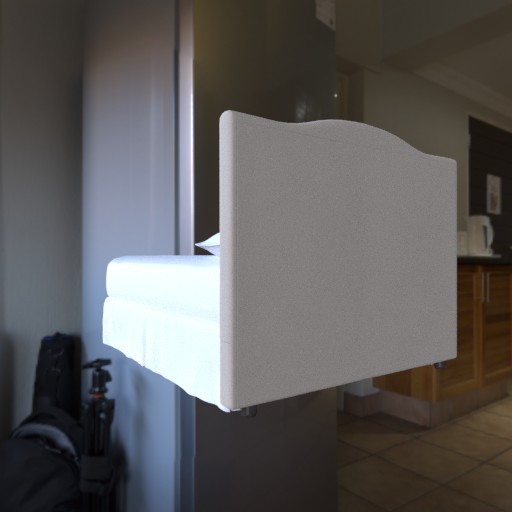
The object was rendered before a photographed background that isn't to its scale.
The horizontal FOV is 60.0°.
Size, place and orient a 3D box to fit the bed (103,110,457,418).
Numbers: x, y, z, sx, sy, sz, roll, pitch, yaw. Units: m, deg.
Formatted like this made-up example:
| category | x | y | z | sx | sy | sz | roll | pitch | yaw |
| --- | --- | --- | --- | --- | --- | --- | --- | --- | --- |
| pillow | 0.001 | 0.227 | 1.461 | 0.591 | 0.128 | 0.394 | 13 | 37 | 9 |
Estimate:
| category | x | y | z | sx | sy | sz | roll | pitch | yaw |
| --- | --- | --- | --- | --- | --- | --- | --- | --- | --- |
| bed | 0.000 | 0.000 | 3.134 | 1.678 | 1.398 | 2.052 | 0 | 0 | -35 |
